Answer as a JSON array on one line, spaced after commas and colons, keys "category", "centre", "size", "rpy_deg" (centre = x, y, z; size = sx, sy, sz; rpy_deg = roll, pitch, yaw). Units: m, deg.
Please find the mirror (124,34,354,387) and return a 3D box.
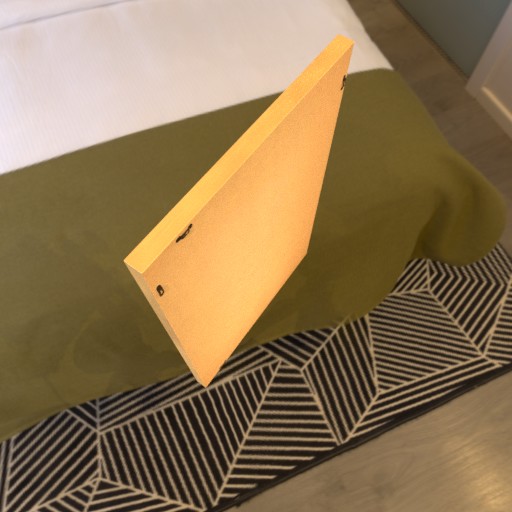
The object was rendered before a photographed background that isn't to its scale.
[{"category": "mirror", "centre": [0.000, 0.000, 1.163], "size": [0.041, 0.915, 0.609], "rpy_deg": [33, 68, 15]}]
